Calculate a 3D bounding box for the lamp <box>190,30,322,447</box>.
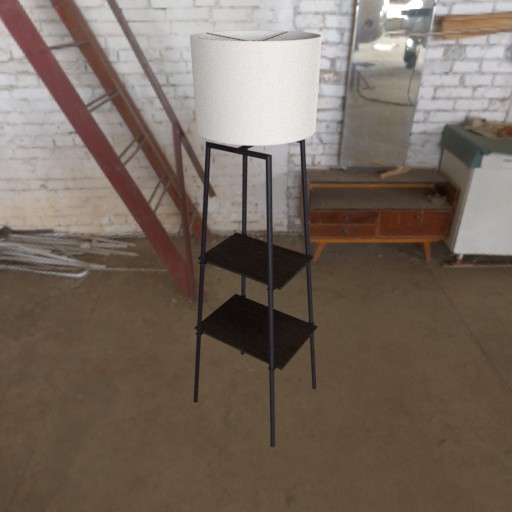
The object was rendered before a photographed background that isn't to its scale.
[{"bbox_3d":[0.000,0.000,1.647,0.427,1.474,0.384,19,35,29],"label":"lamp"}]
